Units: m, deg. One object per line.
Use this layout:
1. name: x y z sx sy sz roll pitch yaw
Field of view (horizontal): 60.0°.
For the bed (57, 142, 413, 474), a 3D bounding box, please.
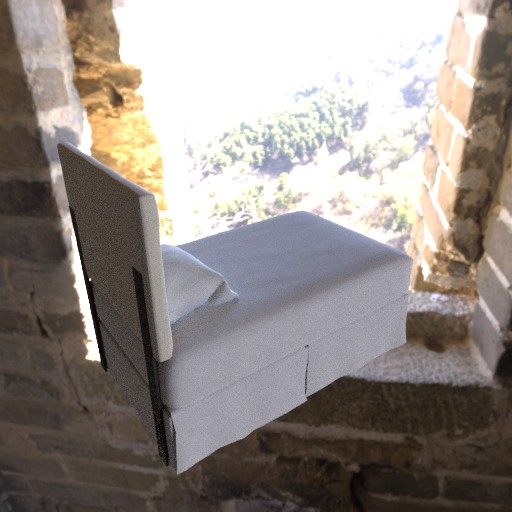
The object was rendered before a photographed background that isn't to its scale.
1. bed: 0.000 0.000 2.963 1.997 1.571 1.261 -19 32 -32
